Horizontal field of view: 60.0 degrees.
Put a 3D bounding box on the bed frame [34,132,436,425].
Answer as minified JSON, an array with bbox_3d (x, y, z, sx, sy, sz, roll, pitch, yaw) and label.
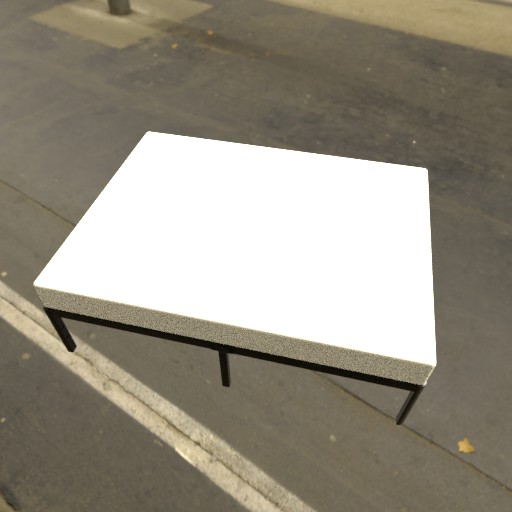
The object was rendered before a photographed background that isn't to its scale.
[{"bbox_3d":[0.000,0.000,2.892,2.072,0.659,1.557,10,48,9],"label":"bed frame"}]
